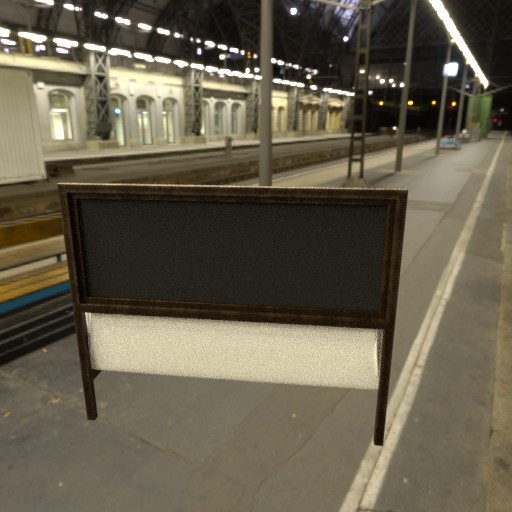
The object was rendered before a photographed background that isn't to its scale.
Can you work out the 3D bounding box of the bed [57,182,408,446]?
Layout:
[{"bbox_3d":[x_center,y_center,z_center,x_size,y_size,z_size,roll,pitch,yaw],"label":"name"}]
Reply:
[{"bbox_3d":[0.000,0.000,3.237,1.607,1.313,2.221,2,17,7],"label":"bed"}]
